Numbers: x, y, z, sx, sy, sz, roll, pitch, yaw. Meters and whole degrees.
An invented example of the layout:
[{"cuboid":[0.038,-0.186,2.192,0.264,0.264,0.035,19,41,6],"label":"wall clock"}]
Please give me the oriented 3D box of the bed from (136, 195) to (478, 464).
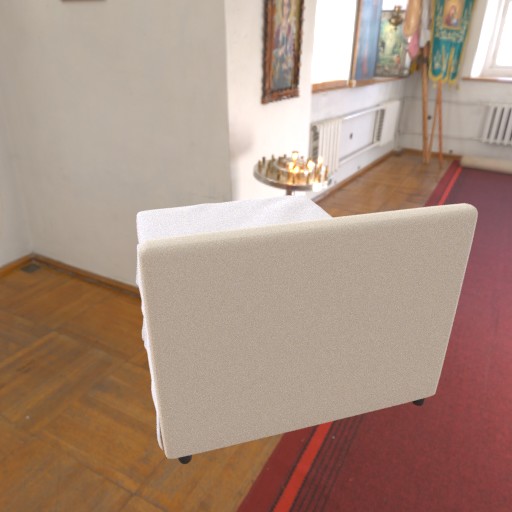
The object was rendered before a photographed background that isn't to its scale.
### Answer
[{"cuboid":[0.000,0.000,3.163,1.714,1.330,2.147,-8,28,-15],"label":"bed"}]
